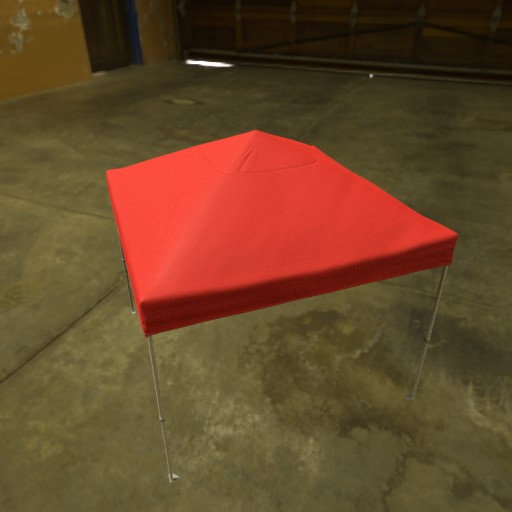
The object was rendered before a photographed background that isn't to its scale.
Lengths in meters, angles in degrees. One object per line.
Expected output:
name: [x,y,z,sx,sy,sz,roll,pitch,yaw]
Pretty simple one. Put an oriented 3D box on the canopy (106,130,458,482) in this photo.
canopy: [0.000,0.000,5.302,2.996,2.997,2.998,-11,33,-18]
